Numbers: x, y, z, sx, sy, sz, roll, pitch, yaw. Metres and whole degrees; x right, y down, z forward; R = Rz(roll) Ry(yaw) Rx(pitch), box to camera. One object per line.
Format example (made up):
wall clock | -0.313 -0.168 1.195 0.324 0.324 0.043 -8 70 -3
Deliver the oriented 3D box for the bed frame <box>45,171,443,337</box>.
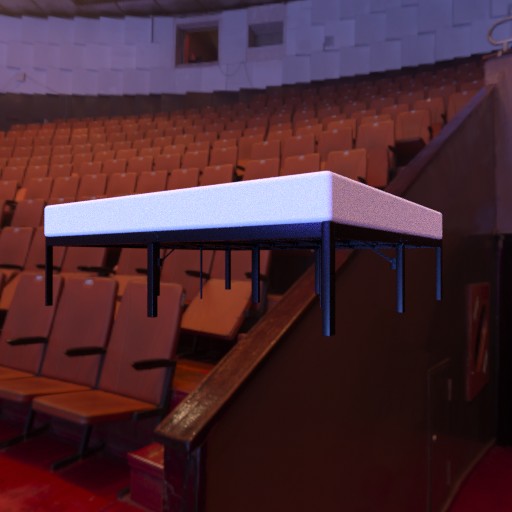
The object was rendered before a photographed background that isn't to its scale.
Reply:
bed frame | 0.000 0.000 3.131 2.079 0.659 1.963 0 -1 35
